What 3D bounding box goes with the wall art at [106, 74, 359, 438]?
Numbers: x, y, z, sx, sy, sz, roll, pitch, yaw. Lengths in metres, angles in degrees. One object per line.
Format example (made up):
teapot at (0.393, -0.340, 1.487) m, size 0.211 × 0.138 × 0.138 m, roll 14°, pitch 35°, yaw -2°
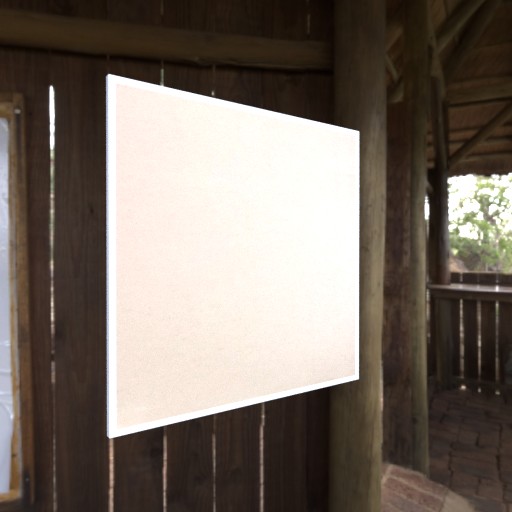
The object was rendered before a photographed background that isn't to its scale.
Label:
wall art at (0.000, 0.000, 0.843) m, size 0.557 × 0.557 × 0.012 m, roll 0°, pitch 1°, yaw -35°
